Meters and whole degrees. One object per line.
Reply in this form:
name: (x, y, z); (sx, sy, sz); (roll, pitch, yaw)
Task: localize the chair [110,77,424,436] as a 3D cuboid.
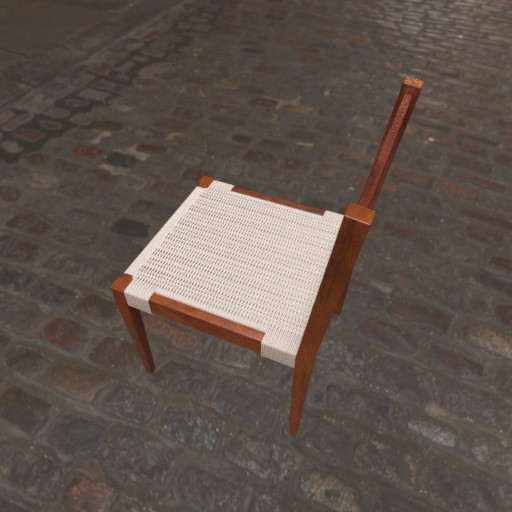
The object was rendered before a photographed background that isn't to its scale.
chair: (0.000, 0.000, 1.171); (0.569, 0.851, 0.495); (17, 49, 16)
